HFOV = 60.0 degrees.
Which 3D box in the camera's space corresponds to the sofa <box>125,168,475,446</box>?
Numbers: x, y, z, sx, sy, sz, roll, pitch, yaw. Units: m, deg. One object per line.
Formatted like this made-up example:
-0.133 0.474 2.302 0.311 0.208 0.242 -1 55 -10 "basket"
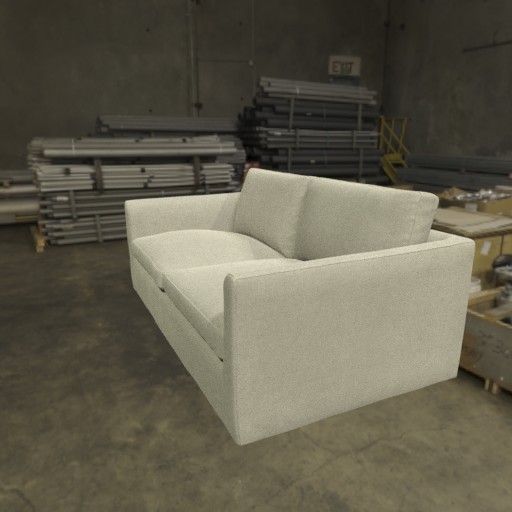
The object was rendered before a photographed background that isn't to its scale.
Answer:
0.000 0.000 2.447 1.091 0.839 1.905 -7 17 -25 "sofa"
